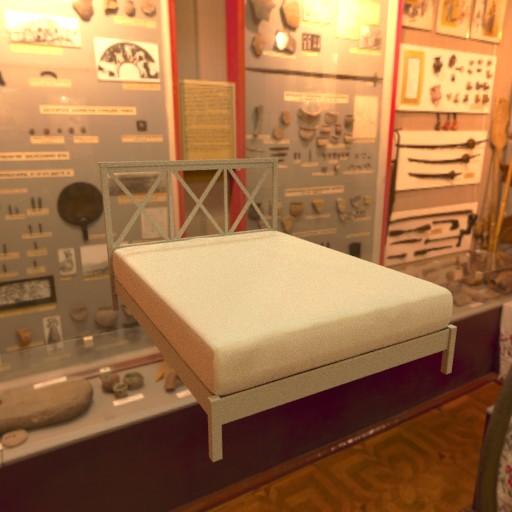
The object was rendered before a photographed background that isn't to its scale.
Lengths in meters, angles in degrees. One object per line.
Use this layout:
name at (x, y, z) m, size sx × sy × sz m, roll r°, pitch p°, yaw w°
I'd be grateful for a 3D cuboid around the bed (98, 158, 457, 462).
bed at (0.000, 0.000, 3.157) m, size 1.673 × 1.253 × 2.135 m, roll -8°, pitch 17°, yaw -28°
